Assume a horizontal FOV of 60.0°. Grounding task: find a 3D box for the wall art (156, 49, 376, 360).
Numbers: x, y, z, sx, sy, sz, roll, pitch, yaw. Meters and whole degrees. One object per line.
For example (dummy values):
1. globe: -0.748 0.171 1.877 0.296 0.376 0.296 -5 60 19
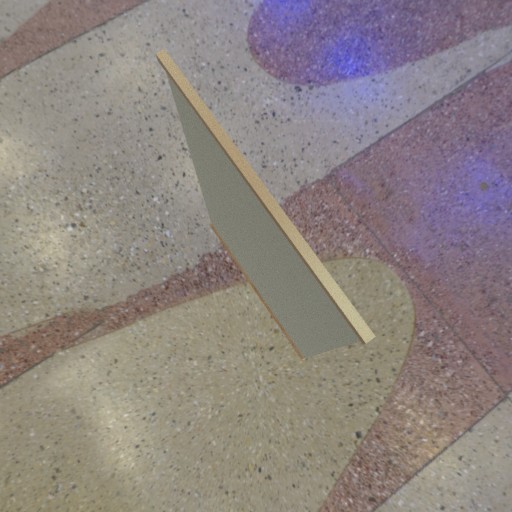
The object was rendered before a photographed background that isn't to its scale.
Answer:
1. wall art: 0.000 0.000 1.909 0.030 1.519 0.990 -33 78 -8
